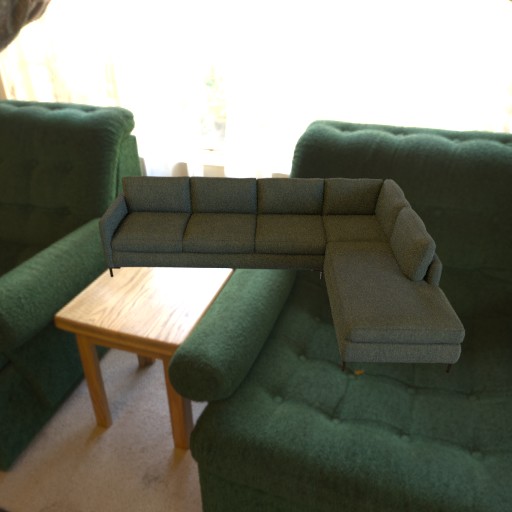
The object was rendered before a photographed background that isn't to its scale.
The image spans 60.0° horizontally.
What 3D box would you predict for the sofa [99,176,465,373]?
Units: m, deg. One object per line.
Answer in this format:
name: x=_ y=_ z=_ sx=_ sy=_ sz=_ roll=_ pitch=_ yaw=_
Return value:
sofa: x=0.000 y=0.000 z=3.897 sx=2.949 sy=0.815 sz=2.007 roll=1 pitch=30 yaw=2
